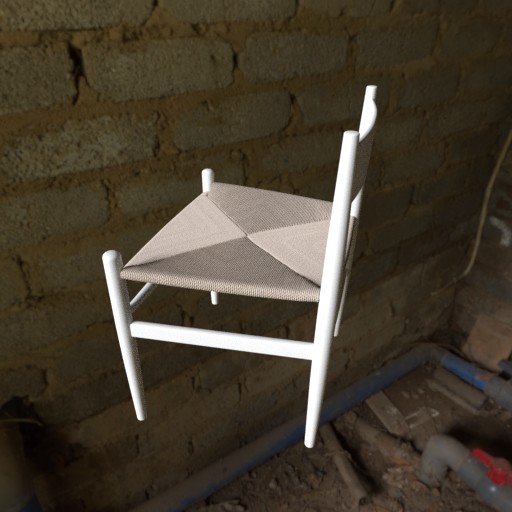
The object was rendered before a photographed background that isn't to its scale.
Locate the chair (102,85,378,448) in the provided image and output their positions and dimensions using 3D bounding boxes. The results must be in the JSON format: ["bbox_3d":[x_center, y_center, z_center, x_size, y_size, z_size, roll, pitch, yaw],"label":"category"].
[{"bbox_3d":[0.000,0.000,1.113,0.495,0.762,0.556,9,32,14],"label":"chair"}]
